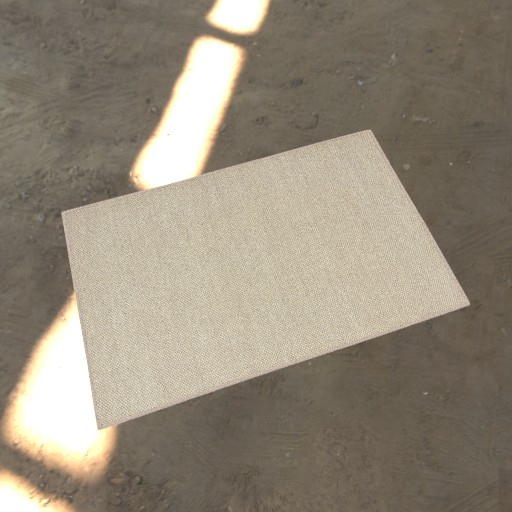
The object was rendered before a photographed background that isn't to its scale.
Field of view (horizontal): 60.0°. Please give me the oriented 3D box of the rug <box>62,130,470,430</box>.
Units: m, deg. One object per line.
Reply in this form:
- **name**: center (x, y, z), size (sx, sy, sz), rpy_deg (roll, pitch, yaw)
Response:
- **rug**: center (0.000, 0.000, 2.088), size (1.676, 0.013, 1.067), rpy_deg (-17, 65, -8)
